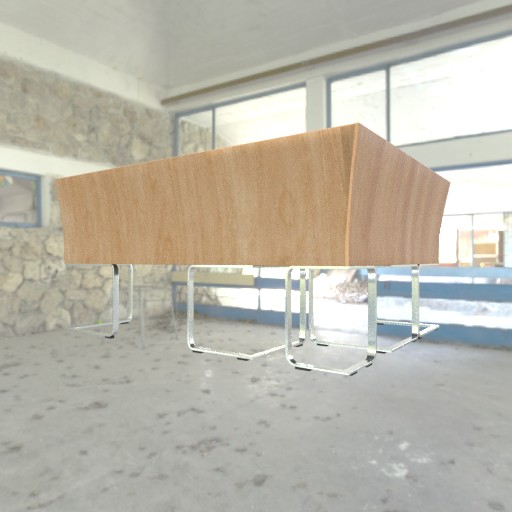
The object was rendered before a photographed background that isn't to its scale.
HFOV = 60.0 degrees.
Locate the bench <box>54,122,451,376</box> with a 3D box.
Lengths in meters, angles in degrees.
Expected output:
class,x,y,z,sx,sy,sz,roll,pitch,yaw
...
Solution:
class,x,y,z,sx,sy,sz,roll,pitch,yaw
bench,0.000,0.000,2.736,1.945,0.930,1.495,0,-1,35
